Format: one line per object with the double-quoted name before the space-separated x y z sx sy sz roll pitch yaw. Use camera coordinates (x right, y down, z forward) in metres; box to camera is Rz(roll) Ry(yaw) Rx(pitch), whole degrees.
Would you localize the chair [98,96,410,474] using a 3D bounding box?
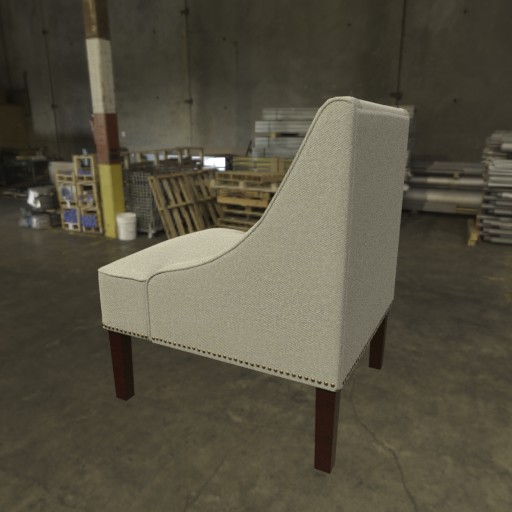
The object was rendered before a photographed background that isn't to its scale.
"chair" 0.000 0.000 1.367 0.748 0.872 0.628 8 18 26
